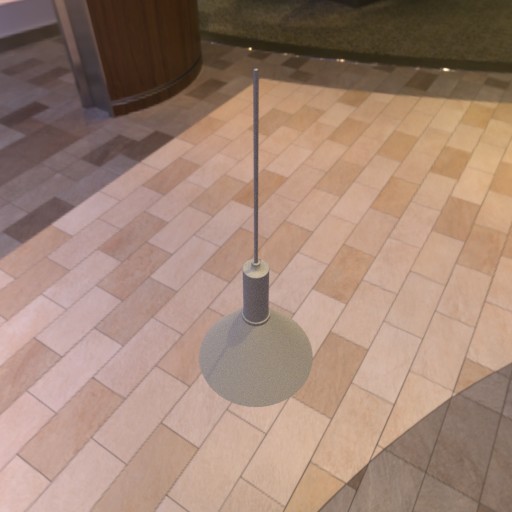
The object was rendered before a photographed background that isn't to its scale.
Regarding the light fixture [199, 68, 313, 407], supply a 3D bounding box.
[{"bbox_3d":[0.000,0.000,0.810,0.267,0.683,0.267,-10,47,-10],"label":"light fixture"}]
